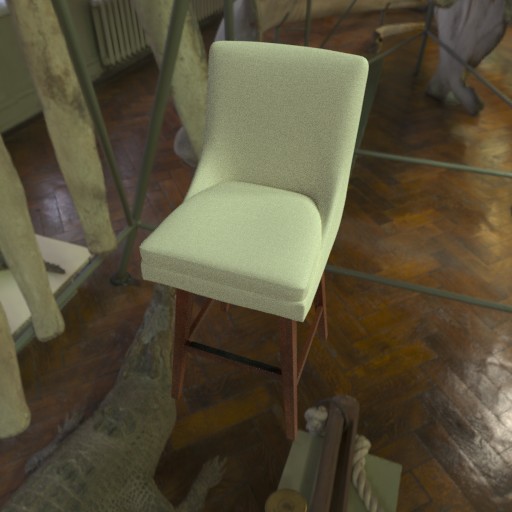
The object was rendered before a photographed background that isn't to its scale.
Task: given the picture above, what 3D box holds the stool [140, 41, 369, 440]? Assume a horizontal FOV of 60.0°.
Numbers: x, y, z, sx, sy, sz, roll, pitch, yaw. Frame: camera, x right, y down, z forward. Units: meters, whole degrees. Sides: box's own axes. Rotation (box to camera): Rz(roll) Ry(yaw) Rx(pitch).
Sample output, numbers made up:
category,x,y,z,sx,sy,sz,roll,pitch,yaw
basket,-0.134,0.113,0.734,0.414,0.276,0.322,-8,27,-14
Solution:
category,x,y,z,sx,sy,sz,roll,pitch,yaw
stool,0.000,0.000,1.381,0.470,1.097,0.559,14,43,15
